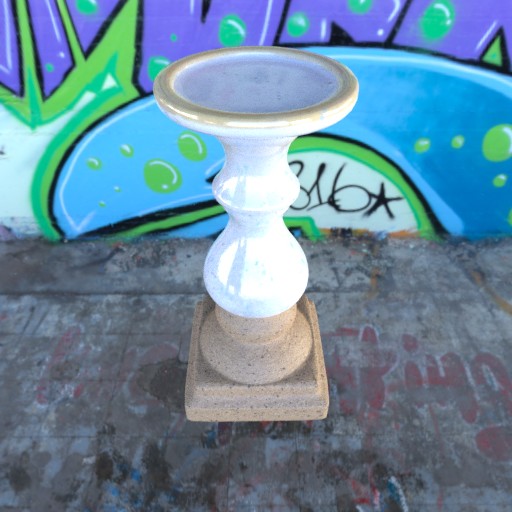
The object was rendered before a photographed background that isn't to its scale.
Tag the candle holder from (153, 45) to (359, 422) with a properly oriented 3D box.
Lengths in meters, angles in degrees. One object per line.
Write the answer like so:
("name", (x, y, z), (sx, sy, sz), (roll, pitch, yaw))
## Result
("candle holder", (0.000, 0.000, 0.299), (0.110, 0.239, 0.110), (-1, 42, -1))
